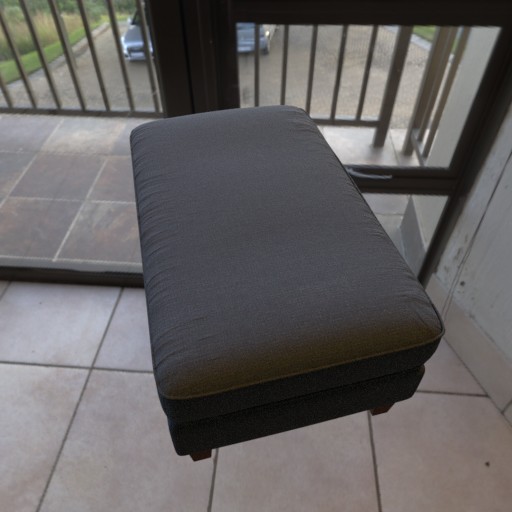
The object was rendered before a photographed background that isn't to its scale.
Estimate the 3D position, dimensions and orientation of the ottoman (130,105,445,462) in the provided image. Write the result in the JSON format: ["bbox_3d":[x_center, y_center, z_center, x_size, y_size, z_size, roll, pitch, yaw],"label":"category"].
[{"bbox_3d":[0.000,0.000,1.174,0.570,0.438,0.885,-10,48,-10],"label":"ottoman"}]
